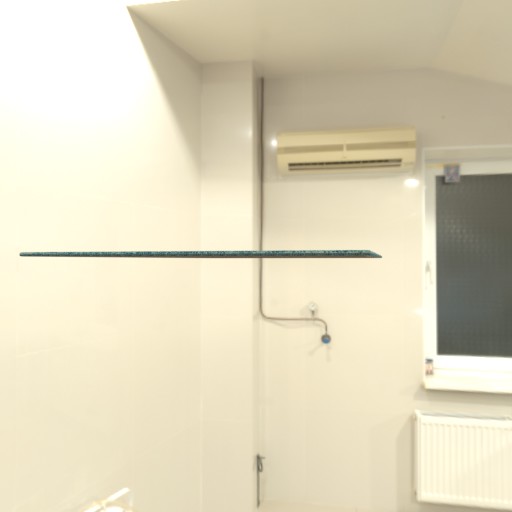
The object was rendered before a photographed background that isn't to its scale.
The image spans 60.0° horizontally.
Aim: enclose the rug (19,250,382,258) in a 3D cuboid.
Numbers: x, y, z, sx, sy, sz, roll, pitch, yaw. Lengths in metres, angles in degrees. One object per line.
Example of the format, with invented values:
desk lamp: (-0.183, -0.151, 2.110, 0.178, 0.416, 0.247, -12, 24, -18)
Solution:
rug: (0.000, 0.000, 2.281, 1.219, 0.016, 1.829, 0, -1, 17)
